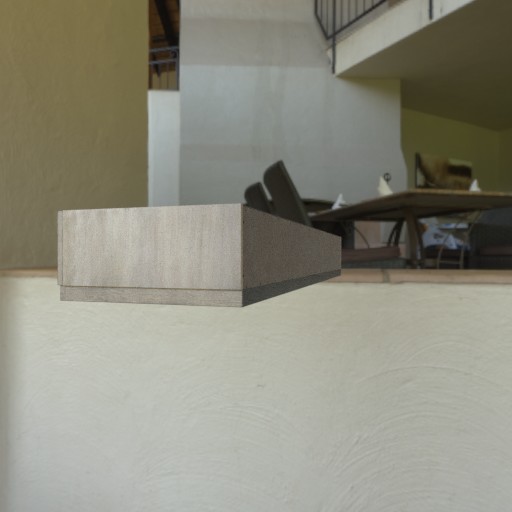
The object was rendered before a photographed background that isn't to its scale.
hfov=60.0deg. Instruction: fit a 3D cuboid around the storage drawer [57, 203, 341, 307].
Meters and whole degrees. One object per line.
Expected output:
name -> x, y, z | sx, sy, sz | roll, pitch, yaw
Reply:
storage drawer -> 0.000, 0.000, 2.235 | 0.591, 0.274, 2.072 | 0, 0, 18
